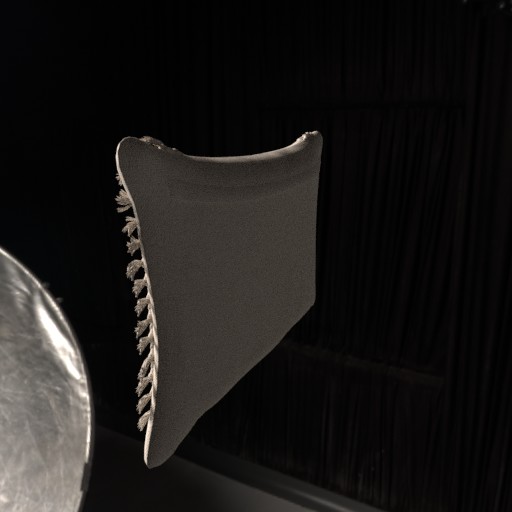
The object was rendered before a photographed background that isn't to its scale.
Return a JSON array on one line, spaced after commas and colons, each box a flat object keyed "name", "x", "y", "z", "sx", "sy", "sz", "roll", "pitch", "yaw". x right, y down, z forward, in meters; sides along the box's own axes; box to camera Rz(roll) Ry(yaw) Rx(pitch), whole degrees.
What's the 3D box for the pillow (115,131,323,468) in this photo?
[{"name": "pillow", "x": 0.000, "y": 0.000, "z": 0.565, "sx": 0.084, "sy": 0.305, "sz": 0.466, "roll": 8, "pitch": 18, "yaw": 25}]
